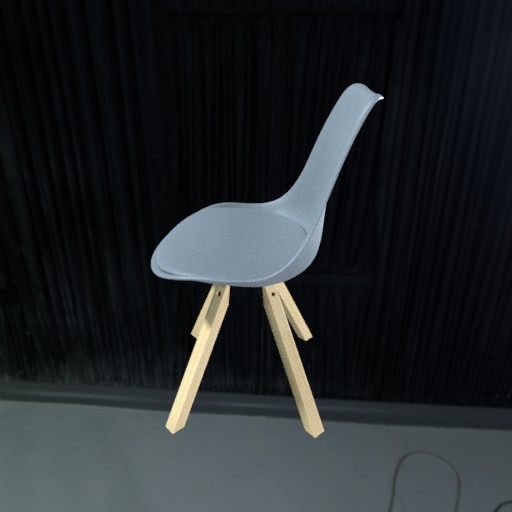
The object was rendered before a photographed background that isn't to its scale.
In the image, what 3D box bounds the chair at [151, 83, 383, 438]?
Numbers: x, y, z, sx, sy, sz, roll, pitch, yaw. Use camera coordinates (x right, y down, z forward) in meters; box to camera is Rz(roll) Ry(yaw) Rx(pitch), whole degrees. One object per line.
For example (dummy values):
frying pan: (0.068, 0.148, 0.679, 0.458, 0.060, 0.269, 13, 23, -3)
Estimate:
chair: (0.000, 0.000, 1.193, 0.549, 0.850, 0.485, 1, 27, 2)
